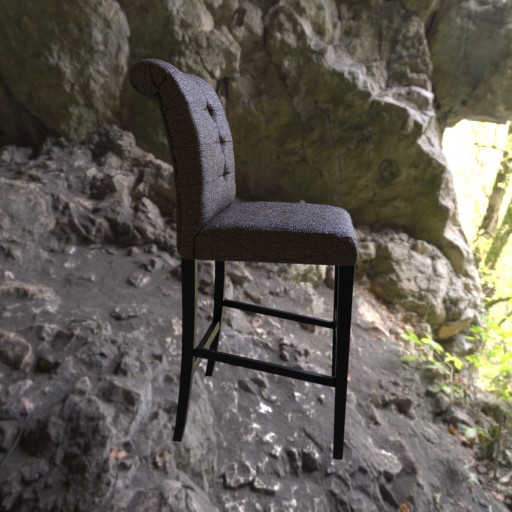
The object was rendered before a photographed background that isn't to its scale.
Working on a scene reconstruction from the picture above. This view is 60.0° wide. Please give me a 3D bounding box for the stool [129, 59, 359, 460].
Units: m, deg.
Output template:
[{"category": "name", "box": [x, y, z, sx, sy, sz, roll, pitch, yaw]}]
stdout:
[{"category": "stool", "box": [0.000, 0.000, 1.426, 0.613, 1.131, 0.452, 2, 15, 8]}]
